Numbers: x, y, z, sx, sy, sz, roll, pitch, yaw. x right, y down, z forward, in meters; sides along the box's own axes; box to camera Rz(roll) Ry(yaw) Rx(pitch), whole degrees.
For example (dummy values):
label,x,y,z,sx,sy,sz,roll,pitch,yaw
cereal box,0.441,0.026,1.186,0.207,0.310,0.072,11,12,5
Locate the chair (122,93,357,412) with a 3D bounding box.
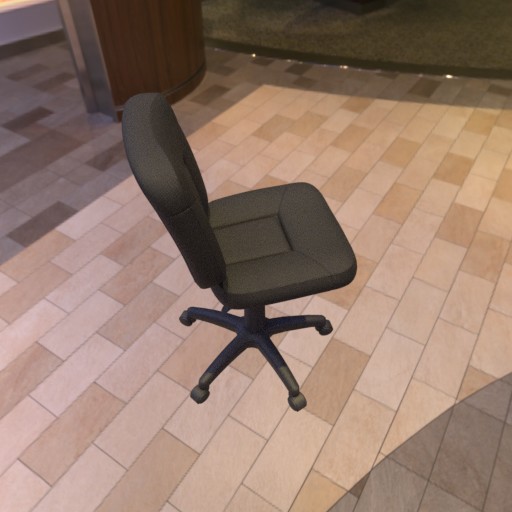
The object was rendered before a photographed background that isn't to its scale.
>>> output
label,x,y,z,sx,sy,sz,roll,pitch,yaw
chair,0.000,0.000,1.363,0.610,0.972,0.610,-10,46,-9
